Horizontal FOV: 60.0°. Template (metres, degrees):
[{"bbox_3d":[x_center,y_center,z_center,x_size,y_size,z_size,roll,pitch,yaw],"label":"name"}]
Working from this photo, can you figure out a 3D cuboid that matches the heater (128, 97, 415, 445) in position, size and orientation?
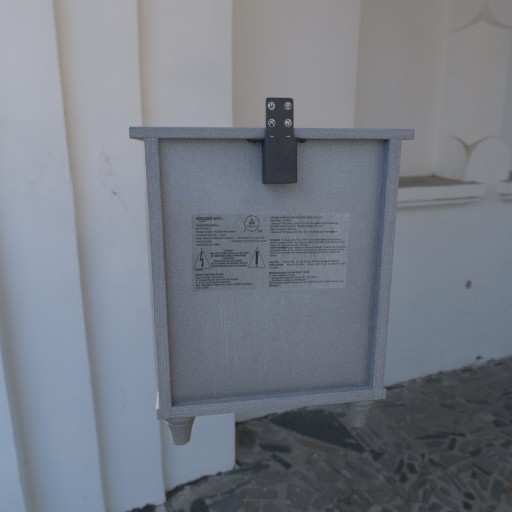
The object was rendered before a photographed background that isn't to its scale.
[{"bbox_3d":[0.000,0.000,0.768,0.362,0.481,0.400,-2,14,-9],"label":"heater"}]
